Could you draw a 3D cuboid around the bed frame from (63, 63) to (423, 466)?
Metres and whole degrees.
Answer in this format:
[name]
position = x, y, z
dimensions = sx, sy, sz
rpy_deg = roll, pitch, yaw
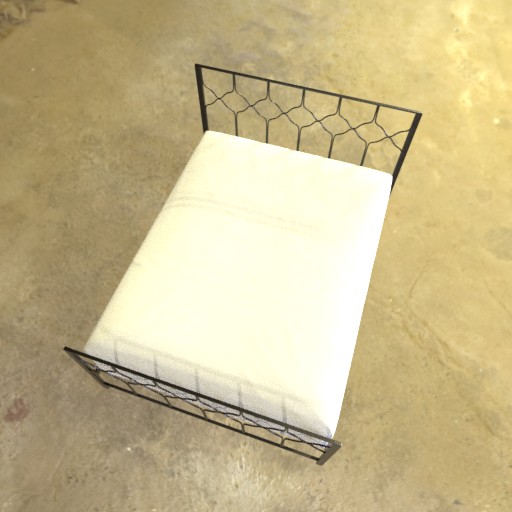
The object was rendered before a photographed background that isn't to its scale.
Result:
[bed frame]
position = 0.000, 0.000, 3.018
dimensions = 1.597, 1.222, 2.063
rpy_deg = 16, 60, 10
